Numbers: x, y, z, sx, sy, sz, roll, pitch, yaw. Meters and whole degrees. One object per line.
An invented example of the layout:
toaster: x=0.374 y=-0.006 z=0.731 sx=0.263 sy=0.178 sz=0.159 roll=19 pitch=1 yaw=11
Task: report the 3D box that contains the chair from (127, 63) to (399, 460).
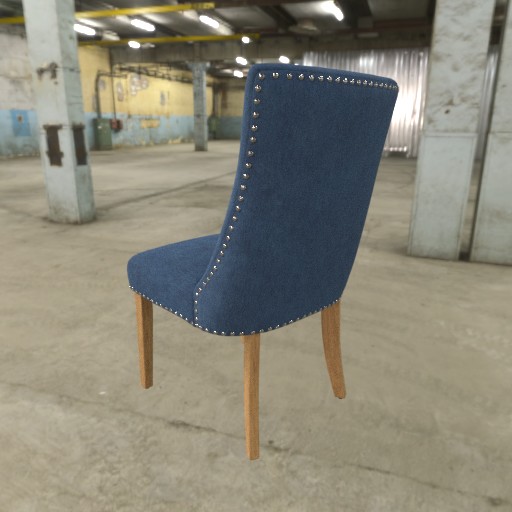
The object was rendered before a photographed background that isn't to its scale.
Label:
chair: x=0.000 y=0.000 z=1.219 sx=0.495 sy=0.902 sz=0.610 roll=-15 pitch=22 yaw=-41
